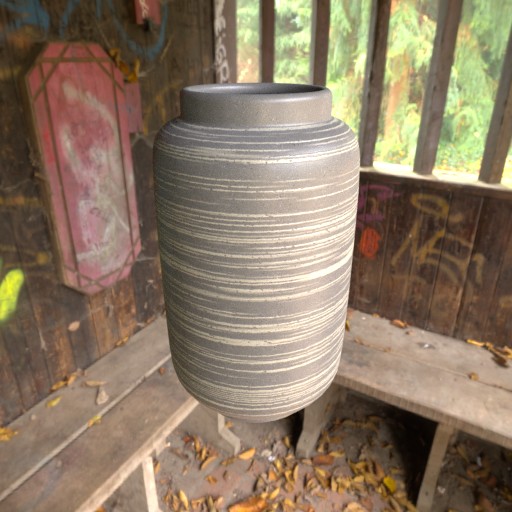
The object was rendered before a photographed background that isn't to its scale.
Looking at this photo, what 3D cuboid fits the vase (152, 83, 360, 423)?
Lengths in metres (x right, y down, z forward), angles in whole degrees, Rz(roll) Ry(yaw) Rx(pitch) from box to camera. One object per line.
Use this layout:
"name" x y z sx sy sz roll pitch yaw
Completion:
"vase" 0.000 0.000 0.700 0.297 0.499 0.297 0 25 0
